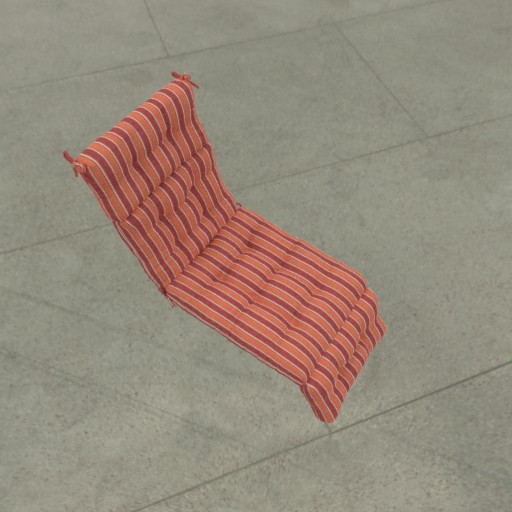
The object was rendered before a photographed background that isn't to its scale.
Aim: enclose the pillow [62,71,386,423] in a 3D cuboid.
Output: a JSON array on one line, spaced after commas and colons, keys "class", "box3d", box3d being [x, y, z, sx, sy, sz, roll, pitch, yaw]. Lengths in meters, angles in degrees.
[{"class": "pillow", "box3d": [0.000, 0.000, 1.563, 1.016, 0.863, 0.526, 30, 62, 18]}]
